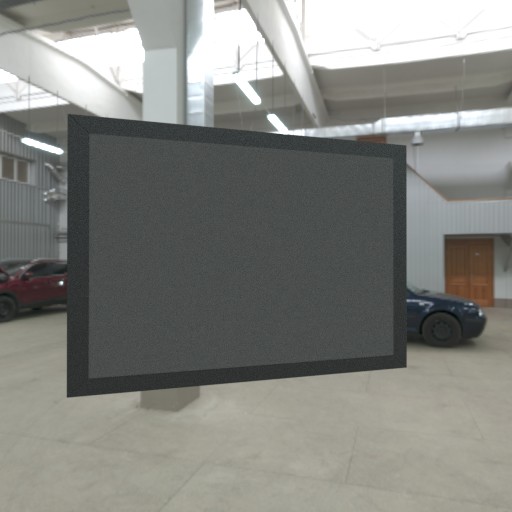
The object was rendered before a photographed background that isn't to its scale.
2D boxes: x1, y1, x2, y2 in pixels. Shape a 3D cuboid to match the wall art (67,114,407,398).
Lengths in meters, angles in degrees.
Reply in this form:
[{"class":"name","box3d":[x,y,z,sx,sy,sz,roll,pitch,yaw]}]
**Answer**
[{"class":"wall art","box3d":[0.000,0.000,0.551,0.432,0.306,0.016,0,0,-18]}]
